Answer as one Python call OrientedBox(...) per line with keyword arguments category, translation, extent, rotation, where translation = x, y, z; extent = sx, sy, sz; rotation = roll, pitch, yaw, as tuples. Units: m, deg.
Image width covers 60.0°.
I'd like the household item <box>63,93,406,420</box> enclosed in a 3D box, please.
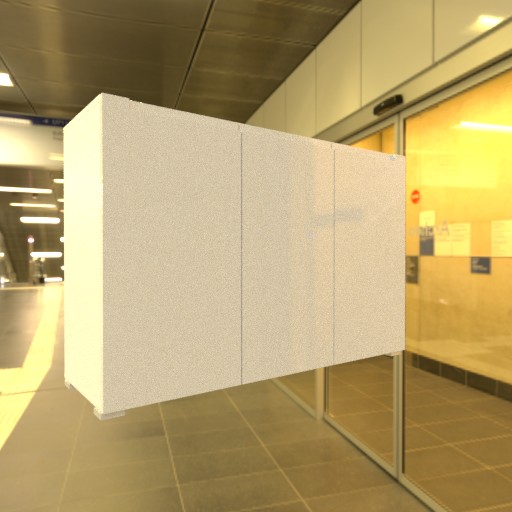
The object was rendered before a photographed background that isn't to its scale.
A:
OrientedBox(category="household item", translation=(0.000, 0.000, 1.712), extent=(1.300, 0.867, 0.420), rotation=(0, 1, -36))
